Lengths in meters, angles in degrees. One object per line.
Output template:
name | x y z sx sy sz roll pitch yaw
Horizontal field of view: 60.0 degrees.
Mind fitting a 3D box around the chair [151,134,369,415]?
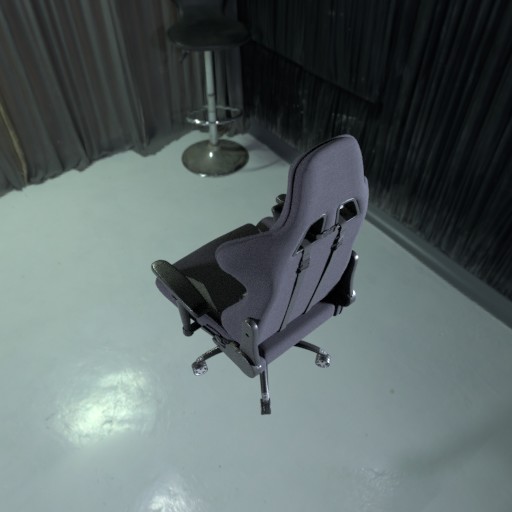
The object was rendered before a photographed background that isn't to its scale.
chair | 0.000 0.000 1.766 0.730 1.300 0.695 -31 53 -27
